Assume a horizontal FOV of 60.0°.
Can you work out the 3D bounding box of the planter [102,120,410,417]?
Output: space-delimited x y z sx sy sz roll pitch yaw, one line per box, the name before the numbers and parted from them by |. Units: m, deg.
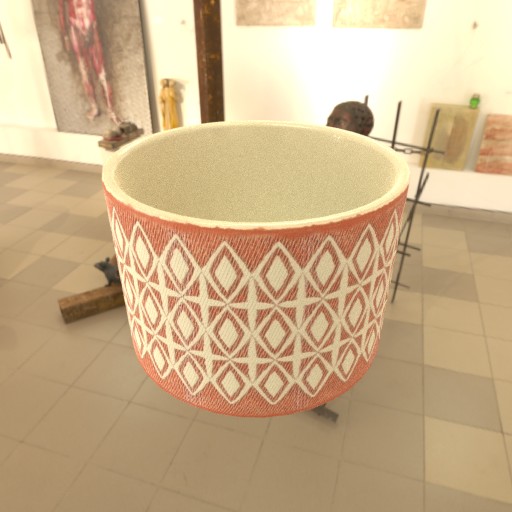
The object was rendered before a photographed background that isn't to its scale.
planter | 0.000 0.000 0.325 0.192 0.148 0.192 0 31 0
